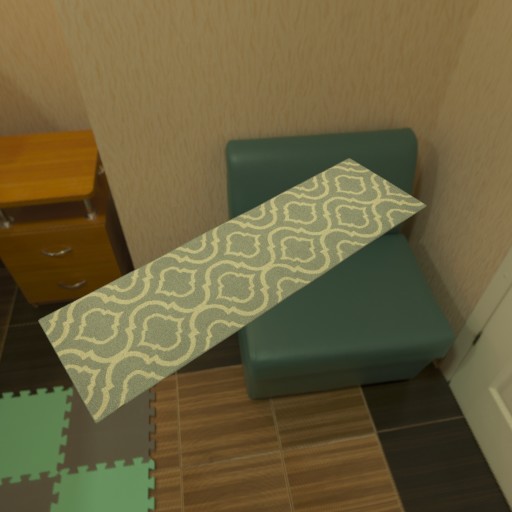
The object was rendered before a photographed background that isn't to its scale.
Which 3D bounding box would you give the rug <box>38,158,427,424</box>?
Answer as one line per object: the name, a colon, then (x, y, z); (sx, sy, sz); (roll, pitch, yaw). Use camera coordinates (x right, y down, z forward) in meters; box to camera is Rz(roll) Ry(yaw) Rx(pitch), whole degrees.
rug: (0.000, 0.000, 2.542); (2.275, 0.009, 0.684); (-30, 54, -25)
